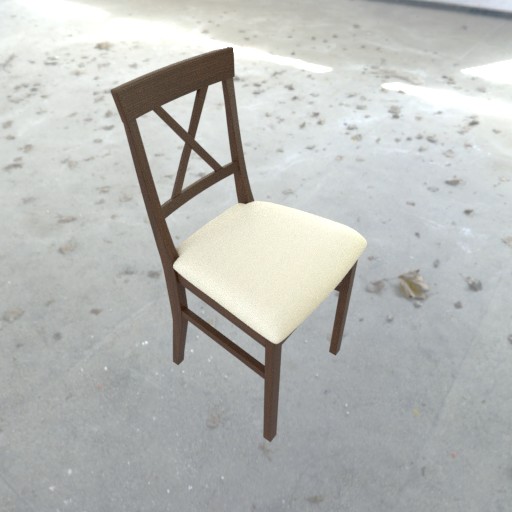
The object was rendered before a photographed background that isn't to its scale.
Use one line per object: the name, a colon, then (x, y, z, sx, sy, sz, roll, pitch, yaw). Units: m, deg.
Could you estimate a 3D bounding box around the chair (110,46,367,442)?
chair: (0.000, 0.000, 1.199, 0.480, 0.913, 0.440, 26, 47, 27)
